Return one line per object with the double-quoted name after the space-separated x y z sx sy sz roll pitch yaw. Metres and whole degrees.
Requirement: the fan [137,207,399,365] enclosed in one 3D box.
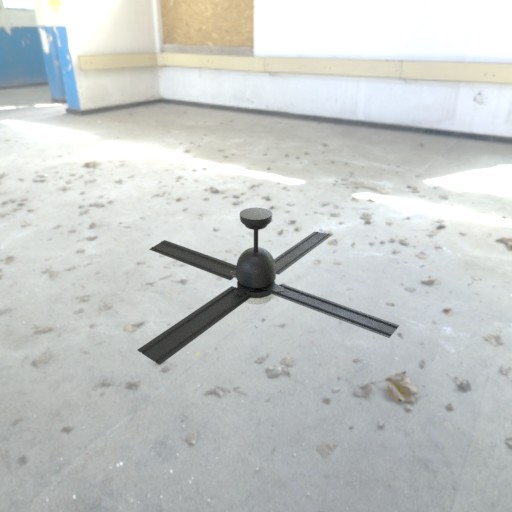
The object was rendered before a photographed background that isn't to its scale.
0.000 0.000 1.993 1.319 0.410 1.319 17 32 30 "fan"
